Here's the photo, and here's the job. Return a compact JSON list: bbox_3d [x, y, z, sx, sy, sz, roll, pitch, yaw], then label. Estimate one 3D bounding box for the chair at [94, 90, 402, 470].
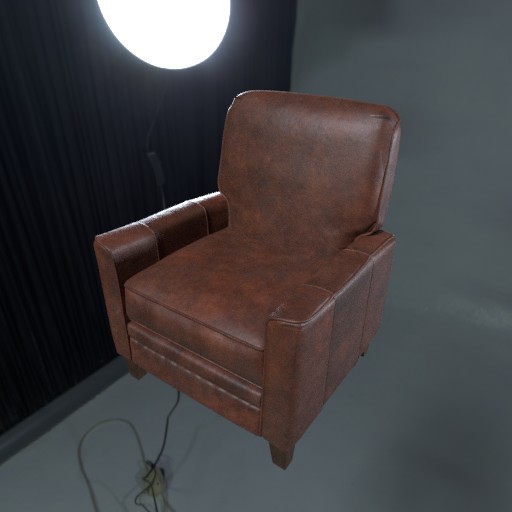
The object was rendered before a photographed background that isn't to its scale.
[{"bbox_3d":[0.000,0.000,1.647,0.843,1.043,0.836,19,35,30],"label":"chair"}]
